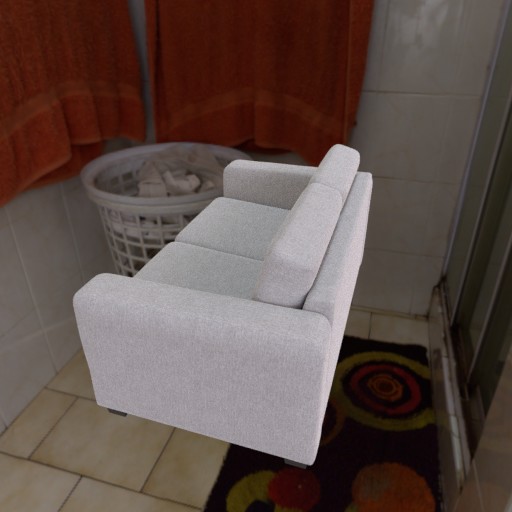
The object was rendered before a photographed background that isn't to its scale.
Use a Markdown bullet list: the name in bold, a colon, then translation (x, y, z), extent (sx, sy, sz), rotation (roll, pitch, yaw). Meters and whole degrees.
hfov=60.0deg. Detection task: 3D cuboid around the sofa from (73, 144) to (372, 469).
- **sofa**: translation (0.000, 0.000, 2.071), extent (0.900, 0.800, 1.540), rotation (9, 31, 16)
